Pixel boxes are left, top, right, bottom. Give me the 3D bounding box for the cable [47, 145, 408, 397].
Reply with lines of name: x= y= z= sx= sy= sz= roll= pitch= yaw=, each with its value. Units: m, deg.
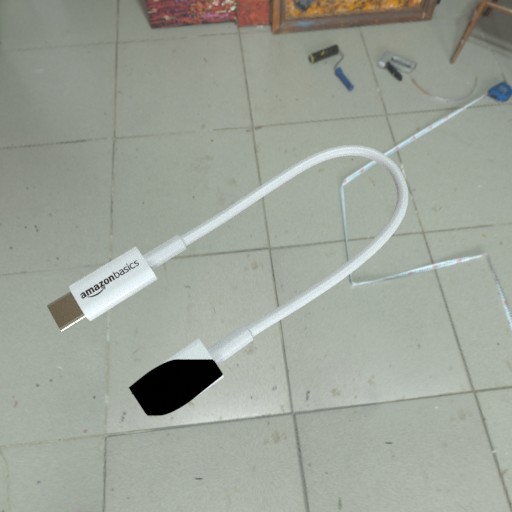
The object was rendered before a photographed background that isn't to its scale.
cable: x=0.000 y=0.000 z=0.114 sx=0.098 sy=0.006 sz=0.040 roll=-33 pitch=69 yaw=-15
